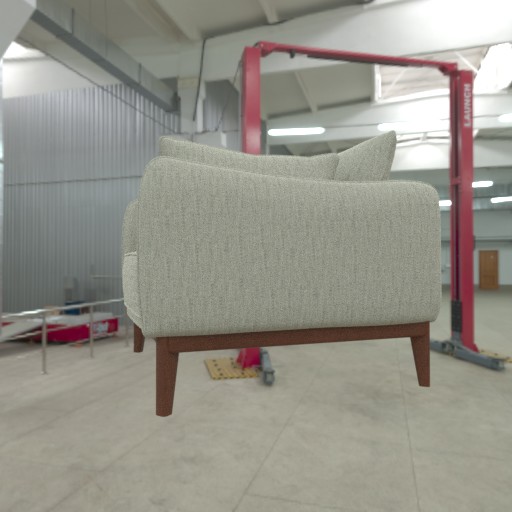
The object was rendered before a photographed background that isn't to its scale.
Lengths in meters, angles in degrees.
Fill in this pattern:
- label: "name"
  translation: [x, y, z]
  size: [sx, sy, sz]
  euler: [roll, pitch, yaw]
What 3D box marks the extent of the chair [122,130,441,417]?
- label: "chair"
  translation: [0.000, 0.000, 1.728]
  size: [0.991, 0.855, 0.994]
  euler: [0, -1, -19]
